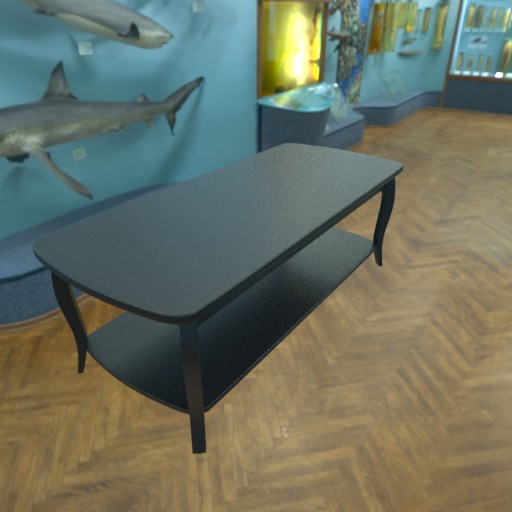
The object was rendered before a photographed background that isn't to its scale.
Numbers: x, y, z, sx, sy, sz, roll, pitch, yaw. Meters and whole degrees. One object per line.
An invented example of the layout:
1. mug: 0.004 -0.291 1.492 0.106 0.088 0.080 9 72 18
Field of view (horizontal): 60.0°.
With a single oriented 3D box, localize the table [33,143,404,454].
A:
1. table: 0.000 0.000 1.569 0.571 0.457 1.333 19 34 31
